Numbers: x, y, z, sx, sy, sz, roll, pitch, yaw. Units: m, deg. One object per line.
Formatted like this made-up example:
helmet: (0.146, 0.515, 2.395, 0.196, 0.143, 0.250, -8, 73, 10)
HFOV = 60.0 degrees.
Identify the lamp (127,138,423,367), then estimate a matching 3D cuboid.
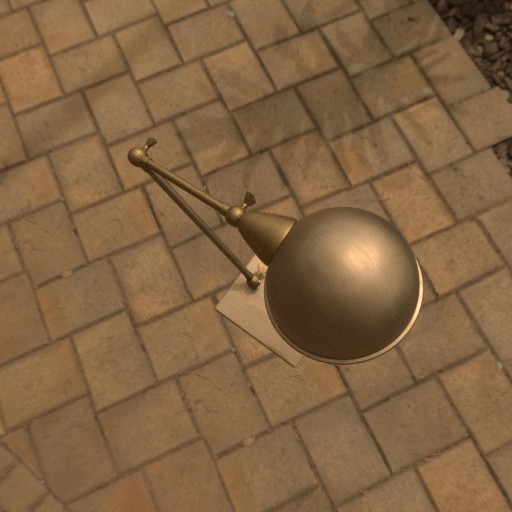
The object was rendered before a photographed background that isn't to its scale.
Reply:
lamp: (0.000, 0.000, 0.539, 0.339, 0.371, 0.149, 35, 78, 9)
